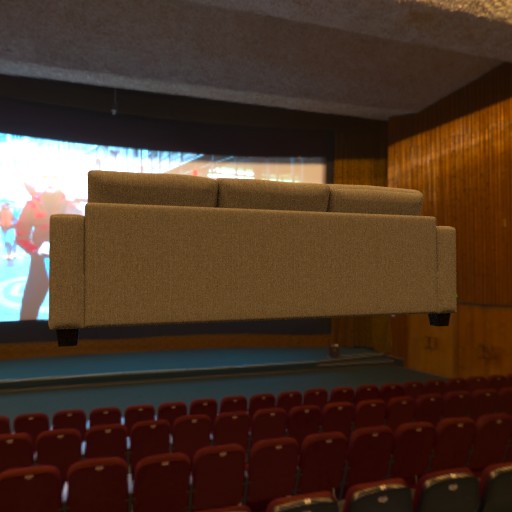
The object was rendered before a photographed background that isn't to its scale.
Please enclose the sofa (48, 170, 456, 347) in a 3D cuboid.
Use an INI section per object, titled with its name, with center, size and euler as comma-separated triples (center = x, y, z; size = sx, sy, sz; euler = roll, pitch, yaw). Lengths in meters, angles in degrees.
[sofa]
center = 0.000, 0.000, 2.599
size = 2.120, 0.800, 0.900
euler = 0, -1, -18
